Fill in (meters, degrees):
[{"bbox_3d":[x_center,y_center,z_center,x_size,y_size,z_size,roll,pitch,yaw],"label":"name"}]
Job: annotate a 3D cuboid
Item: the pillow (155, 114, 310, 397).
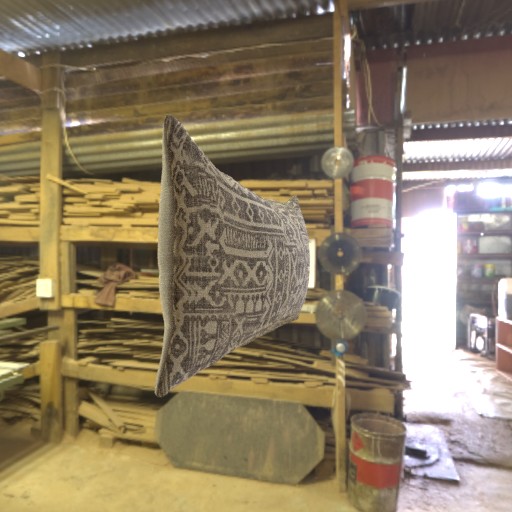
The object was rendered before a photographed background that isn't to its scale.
[{"bbox_3d":[0.000,0.000,0.741,0.148,0.290,0.631,0,-1,18],"label":"pillow"}]
